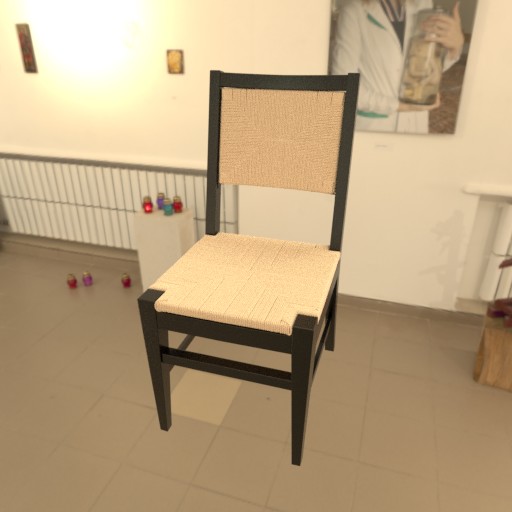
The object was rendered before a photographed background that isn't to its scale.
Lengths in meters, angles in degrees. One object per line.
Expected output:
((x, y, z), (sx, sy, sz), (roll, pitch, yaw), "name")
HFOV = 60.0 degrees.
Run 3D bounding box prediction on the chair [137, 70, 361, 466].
((0.000, 0.000, 1.238), (0.437, 0.927, 0.552), (8, 27, 16), "chair")
